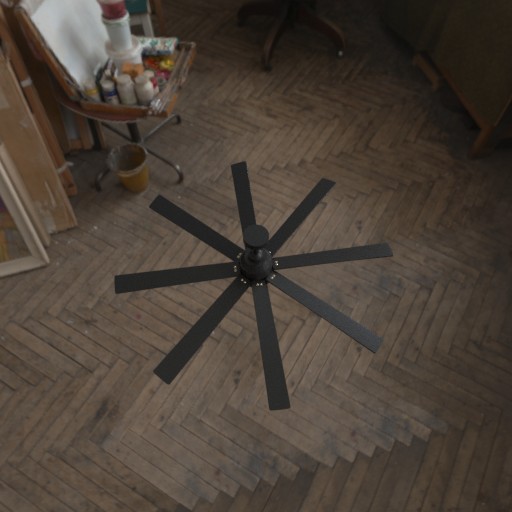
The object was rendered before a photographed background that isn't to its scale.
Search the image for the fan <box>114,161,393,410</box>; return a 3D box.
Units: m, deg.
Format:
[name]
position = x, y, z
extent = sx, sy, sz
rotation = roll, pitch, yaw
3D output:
[fan]
position = 0.000, 0.000, 2.791
extent = 1.830, 0.472, 1.830
rotation = 33, 64, 18
